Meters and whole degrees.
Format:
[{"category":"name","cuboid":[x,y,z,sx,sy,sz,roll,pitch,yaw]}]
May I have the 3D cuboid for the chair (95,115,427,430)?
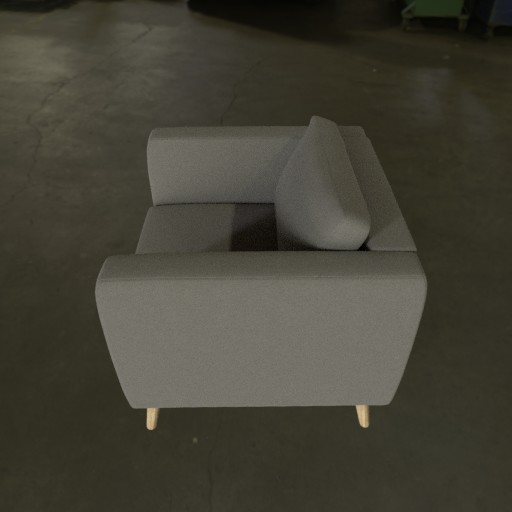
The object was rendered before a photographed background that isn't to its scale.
[{"category":"chair","cuboid":[0.000,0.000,1.714,0.930,0.860,1.000,0,41,0]}]
